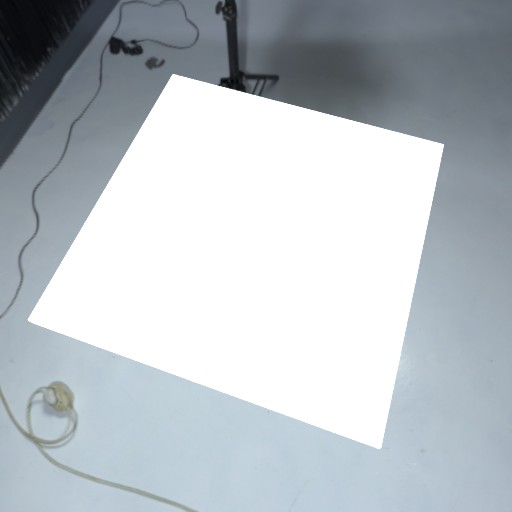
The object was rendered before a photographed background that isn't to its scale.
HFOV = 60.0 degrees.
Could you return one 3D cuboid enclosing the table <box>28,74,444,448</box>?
[{"bbox_3d":[0.000,0.000,1.057,0.670,0.305,0.670,17,66,8],"label":"table"}]
